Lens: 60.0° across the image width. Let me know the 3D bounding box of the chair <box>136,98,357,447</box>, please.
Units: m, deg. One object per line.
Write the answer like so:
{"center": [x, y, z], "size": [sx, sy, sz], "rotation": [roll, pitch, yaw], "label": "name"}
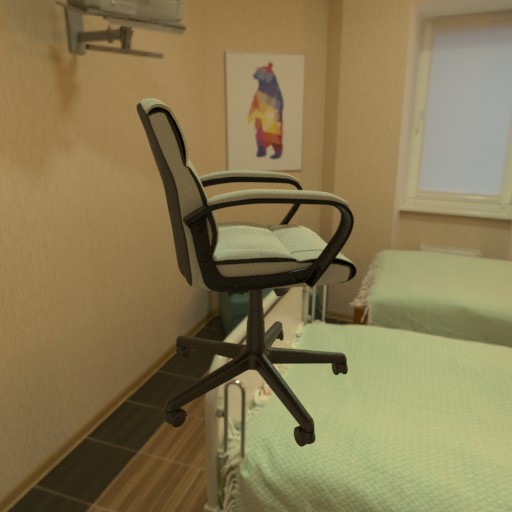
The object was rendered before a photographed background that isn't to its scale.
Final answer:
{"center": [0.000, 0.000, 1.507], "size": [0.717, 1.004, 0.739], "rotation": [-3, 17, -9], "label": "chair"}
